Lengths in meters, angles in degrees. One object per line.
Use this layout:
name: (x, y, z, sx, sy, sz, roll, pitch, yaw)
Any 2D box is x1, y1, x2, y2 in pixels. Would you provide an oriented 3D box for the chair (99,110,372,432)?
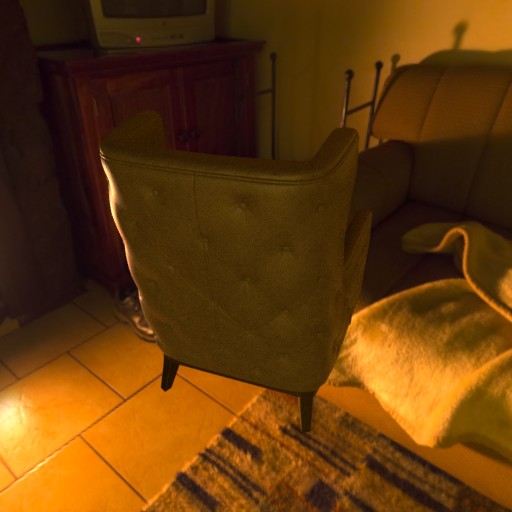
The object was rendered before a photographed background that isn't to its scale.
chair: (0.000, 0.000, 1.673, 0.769, 1.079, 0.899, 10, 32, 17)
